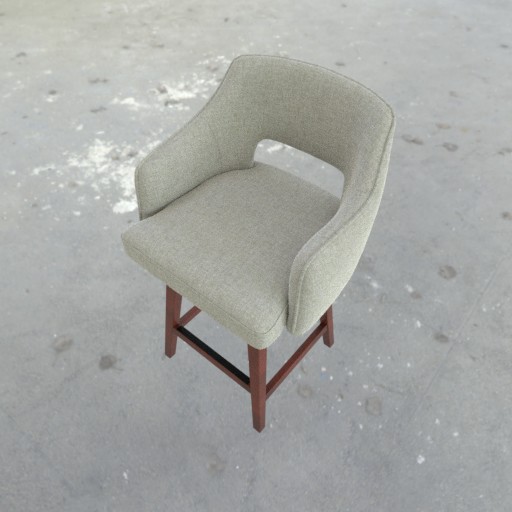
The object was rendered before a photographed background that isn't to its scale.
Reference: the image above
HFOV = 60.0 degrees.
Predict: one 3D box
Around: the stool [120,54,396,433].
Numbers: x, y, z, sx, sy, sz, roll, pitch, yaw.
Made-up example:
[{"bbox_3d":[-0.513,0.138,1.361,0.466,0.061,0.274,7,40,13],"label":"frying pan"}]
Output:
[{"bbox_3d":[0.000,0.000,1.307,0.599,0.944,0.558,31,54,26],"label":"stool"}]
